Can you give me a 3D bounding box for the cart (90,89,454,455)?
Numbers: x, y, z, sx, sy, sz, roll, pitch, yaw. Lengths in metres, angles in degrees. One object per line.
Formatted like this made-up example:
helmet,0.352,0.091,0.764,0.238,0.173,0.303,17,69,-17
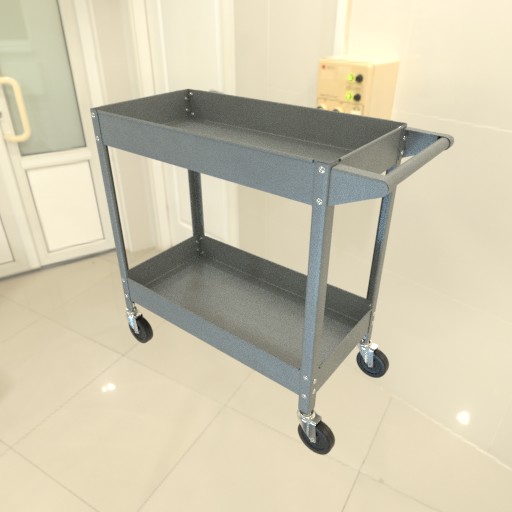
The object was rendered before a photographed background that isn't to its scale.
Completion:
cart,0.000,0.000,1.175,0.779,0.719,0.366,21,37,32
